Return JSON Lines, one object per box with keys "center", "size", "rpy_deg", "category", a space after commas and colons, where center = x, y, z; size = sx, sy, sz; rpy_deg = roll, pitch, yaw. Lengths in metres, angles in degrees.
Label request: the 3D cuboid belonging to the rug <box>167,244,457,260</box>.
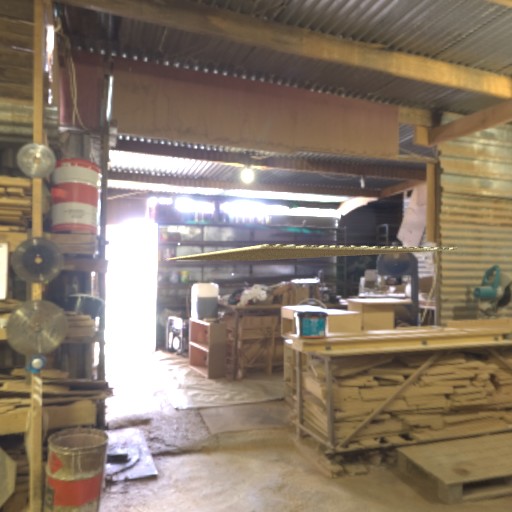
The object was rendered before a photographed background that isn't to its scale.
{"center": [0.000, 0.000, 2.695], "size": [0.774, 0.011, 2.449], "rpy_deg": [1, -2, -19], "category": "rug"}
